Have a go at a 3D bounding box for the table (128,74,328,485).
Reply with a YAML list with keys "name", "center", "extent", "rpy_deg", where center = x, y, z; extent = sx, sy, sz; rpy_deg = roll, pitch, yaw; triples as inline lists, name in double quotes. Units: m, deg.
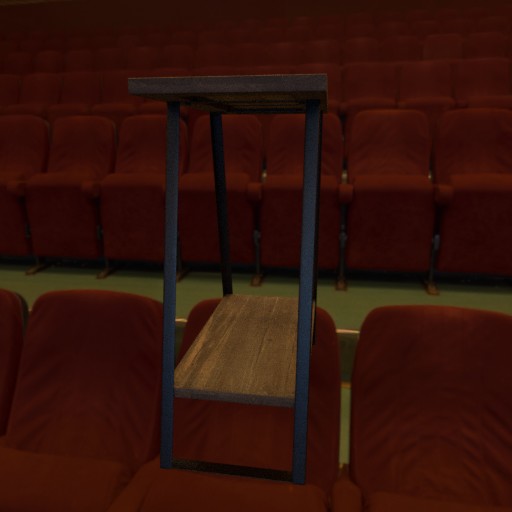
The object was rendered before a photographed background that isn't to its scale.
- name: "table"
  center: [0.000, 0.000, 1.024]
  extent: [0.300, 0.701, 0.599]
  rpy_deg: [2, 15, 9]
